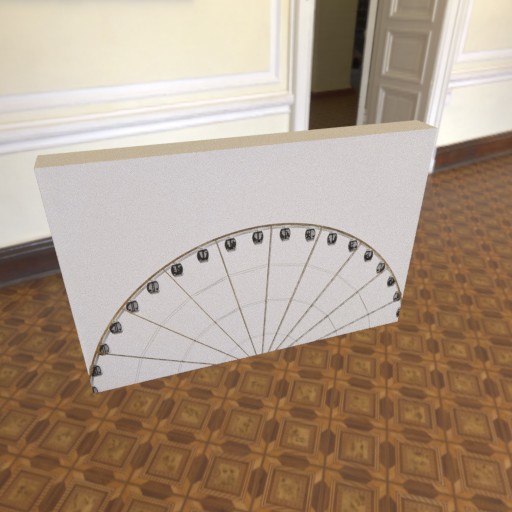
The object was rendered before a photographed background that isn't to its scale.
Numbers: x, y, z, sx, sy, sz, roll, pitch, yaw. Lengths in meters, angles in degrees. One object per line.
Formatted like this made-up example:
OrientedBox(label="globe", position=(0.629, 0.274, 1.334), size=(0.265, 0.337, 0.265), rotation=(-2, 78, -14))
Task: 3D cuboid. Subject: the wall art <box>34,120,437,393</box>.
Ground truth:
OrientedBox(label="wall art", position=(0.000, 0.000, 0.483), size=(0.384, 0.254, 0.039), rotation=(-10, 32, -16))
